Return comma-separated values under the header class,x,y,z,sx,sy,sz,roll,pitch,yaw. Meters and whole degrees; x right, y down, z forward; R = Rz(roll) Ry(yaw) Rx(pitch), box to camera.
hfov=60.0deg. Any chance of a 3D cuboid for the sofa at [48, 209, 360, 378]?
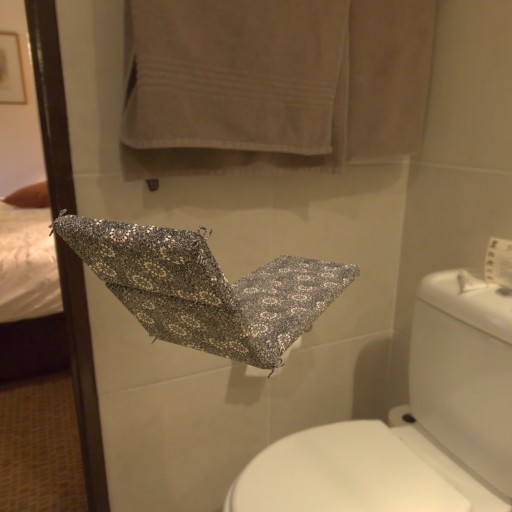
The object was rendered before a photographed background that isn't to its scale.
class,x,y,z,sx,sy,sz,roll,pitch,yaw
sofa,0.000,0.000,1.967,0.582,0.622,1.663,9,19,27
